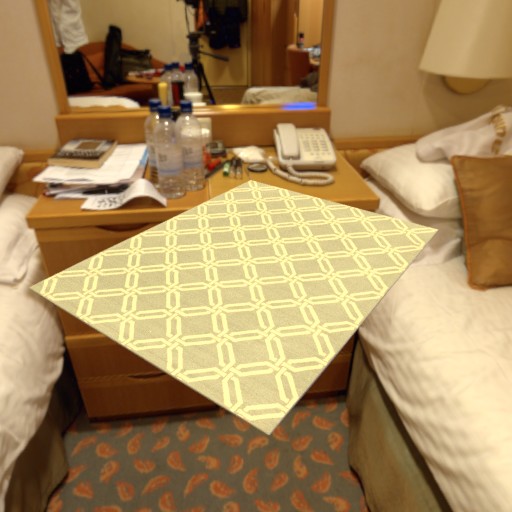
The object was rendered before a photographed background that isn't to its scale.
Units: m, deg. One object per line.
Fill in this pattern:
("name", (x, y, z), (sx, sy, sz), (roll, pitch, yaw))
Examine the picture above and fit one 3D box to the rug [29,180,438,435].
("rug", (0.000, 0.000, 3.885), (2.288, 0.018, 2.895), (20, 36, 31))
